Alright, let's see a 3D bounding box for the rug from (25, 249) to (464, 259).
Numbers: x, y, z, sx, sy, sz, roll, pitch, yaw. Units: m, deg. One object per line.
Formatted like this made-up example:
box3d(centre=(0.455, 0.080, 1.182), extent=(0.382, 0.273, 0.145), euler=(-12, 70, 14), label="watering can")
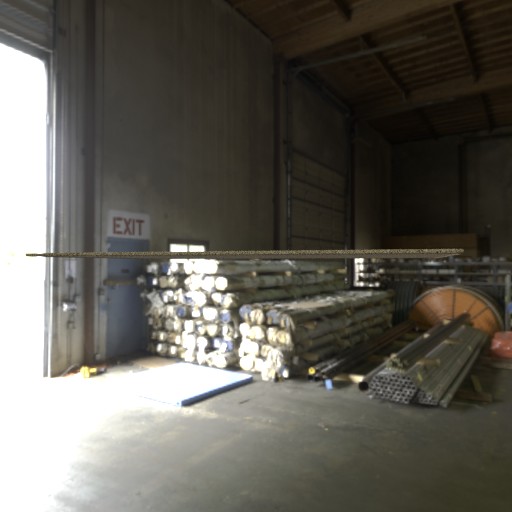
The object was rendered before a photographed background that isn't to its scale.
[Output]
box3d(centre=(0.000, 0.000, 3.397), extent=(2.700, 0.024, 1.801), euler=(0, -1, 18), label="rug")
